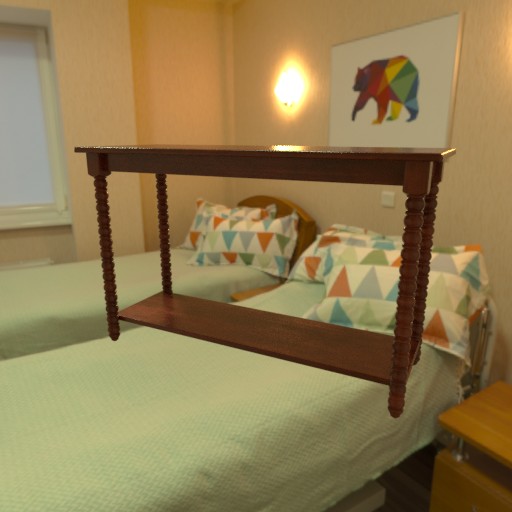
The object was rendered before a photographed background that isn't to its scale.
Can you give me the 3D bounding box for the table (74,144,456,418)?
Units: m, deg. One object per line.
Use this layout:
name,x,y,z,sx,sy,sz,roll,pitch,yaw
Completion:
table,0.000,0.000,1.554,1.184,0.740,0.459,8,17,26
